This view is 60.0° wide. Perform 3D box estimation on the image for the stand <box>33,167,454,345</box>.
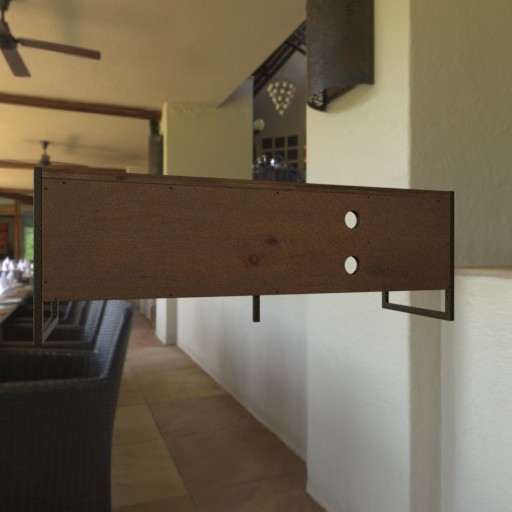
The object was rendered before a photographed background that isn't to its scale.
[{"bbox_3d":[0.000,0.000,1.703,1.480,0.506,0.454,0,0,-19],"label":"stand"}]
